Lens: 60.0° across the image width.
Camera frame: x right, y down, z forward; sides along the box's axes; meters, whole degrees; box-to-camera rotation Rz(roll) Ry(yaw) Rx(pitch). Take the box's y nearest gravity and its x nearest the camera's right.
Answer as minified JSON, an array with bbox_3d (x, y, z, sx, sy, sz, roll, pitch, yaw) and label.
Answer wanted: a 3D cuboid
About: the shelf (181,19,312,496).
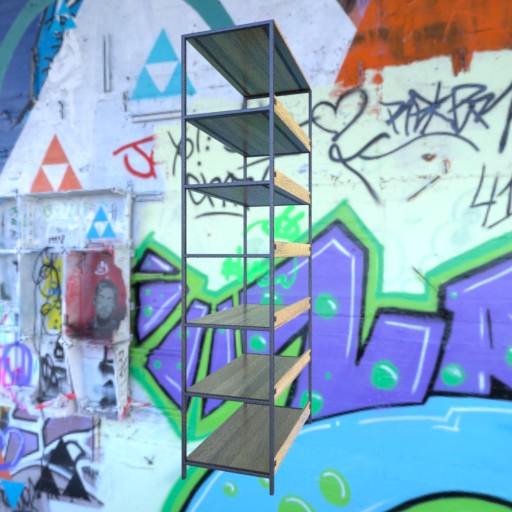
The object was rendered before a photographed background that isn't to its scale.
[{"bbox_3d":[0.000,0.000,2.331,0.431,2.015,0.847,0,0,18],"label":"shelf"}]
